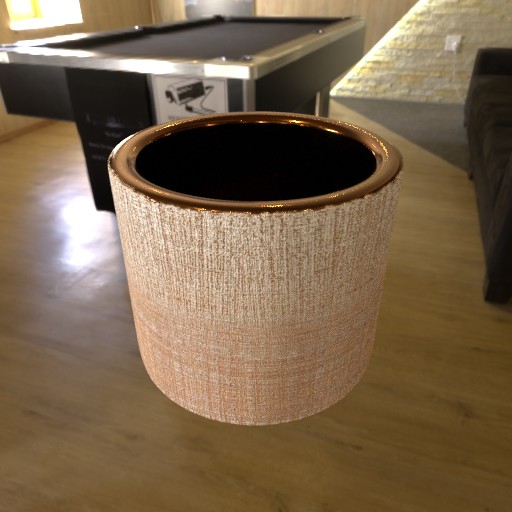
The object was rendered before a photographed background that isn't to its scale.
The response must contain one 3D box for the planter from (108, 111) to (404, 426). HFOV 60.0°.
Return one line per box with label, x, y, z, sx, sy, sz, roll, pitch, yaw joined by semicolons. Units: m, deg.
planter;0.000;0.000;0.311;0.177;0.157;0.177;0;32;0
